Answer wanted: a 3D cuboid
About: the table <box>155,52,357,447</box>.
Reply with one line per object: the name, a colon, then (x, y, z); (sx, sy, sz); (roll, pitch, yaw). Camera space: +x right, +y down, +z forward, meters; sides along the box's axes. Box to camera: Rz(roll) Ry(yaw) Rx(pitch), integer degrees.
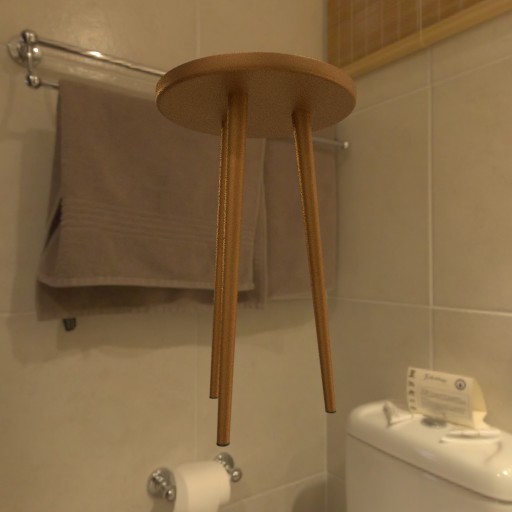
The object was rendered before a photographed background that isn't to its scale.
table: (0.000, 0.000, 0.671); (0.299, 0.480, 0.299); (0, -1, 19)
